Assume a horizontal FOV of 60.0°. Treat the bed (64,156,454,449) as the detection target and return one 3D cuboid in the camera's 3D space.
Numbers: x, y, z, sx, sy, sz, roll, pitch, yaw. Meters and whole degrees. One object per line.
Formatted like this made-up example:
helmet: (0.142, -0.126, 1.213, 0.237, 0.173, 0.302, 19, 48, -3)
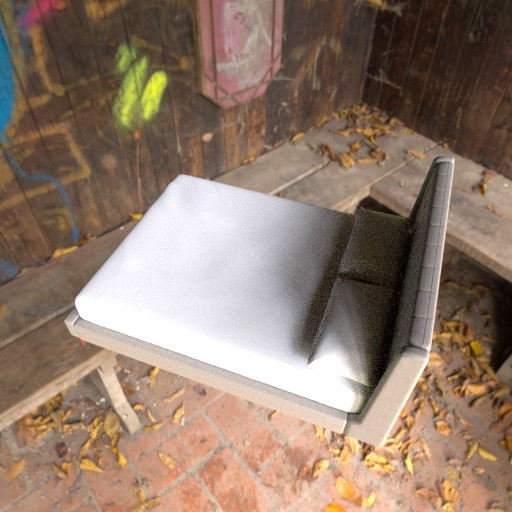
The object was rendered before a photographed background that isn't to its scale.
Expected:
bed: (0.000, 0.000, 3.120, 2.232, 1.147, 1.656, 15, 48, 14)
